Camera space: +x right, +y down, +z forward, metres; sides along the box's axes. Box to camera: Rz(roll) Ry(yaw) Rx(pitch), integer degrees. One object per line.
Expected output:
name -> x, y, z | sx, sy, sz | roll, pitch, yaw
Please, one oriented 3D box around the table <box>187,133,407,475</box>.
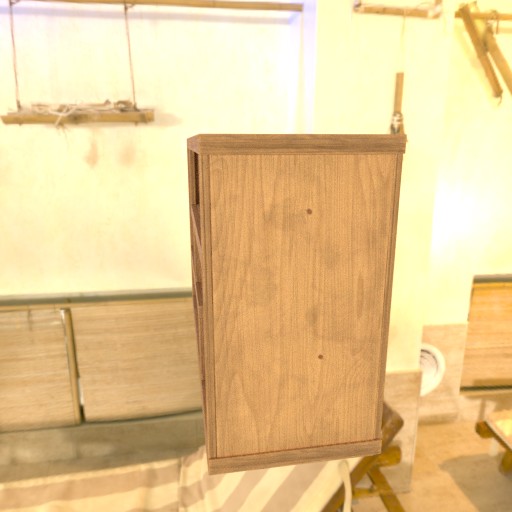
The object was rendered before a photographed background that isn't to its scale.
table -> 0.000, 0.000, 1.489 | 0.410, 0.771, 1.151 | -2, 15, -9
